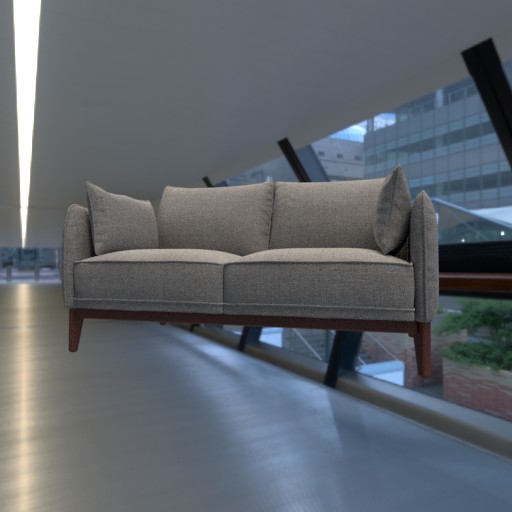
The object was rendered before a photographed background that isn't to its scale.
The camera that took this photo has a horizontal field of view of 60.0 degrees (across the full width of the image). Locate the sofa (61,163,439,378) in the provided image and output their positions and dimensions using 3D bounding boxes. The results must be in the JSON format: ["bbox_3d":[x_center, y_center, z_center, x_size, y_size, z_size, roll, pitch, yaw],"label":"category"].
[{"bbox_3d":[0.000,0.000,2.126,1.580,0.851,0.972,0,0,17],"label":"sofa"}]
